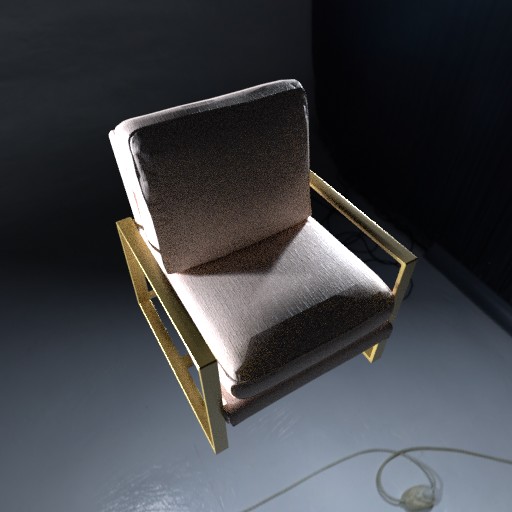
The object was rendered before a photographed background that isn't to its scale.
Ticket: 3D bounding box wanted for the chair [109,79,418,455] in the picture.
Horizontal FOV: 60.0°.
[{"bbox_3d":[0.000,0.000,1.549,0.758,0.956,0.813,-23,51,-20],"label":"chair"}]
